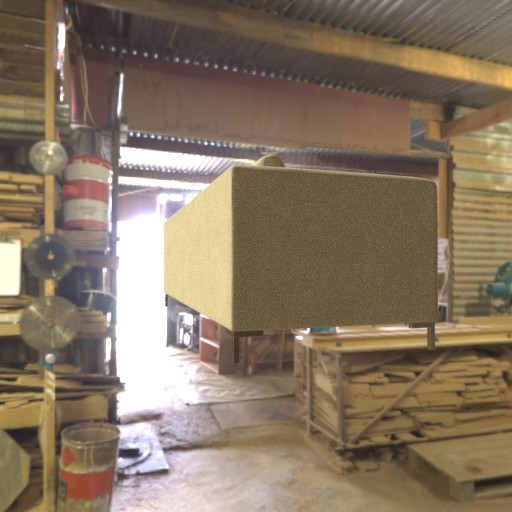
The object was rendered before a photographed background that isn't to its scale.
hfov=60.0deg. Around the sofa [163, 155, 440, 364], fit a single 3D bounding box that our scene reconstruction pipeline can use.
[{"bbox_3d":[0.000,0.000,2.967,0.969,0.867,2.415,0,-1,-18],"label":"sofa"}]
